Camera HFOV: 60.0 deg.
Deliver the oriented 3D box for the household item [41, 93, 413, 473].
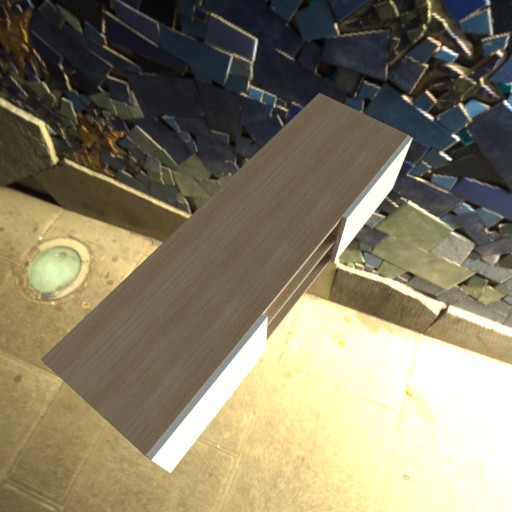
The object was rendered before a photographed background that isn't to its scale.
[{"bbox_3d":[0.000,0.000,1.574,0.420,0.310,1.400,33,64,19],"label":"household item"}]
